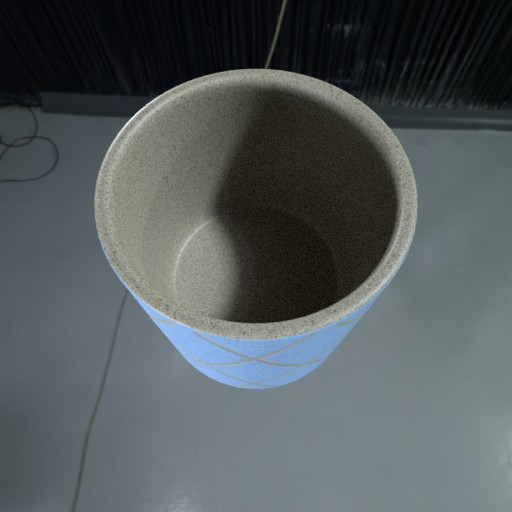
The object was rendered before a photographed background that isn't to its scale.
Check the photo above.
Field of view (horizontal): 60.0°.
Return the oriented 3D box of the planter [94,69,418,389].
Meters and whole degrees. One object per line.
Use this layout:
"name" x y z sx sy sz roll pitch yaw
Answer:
"planter" 0.000 0.000 0.352 0.191 0.200 0.191 0 64 0
